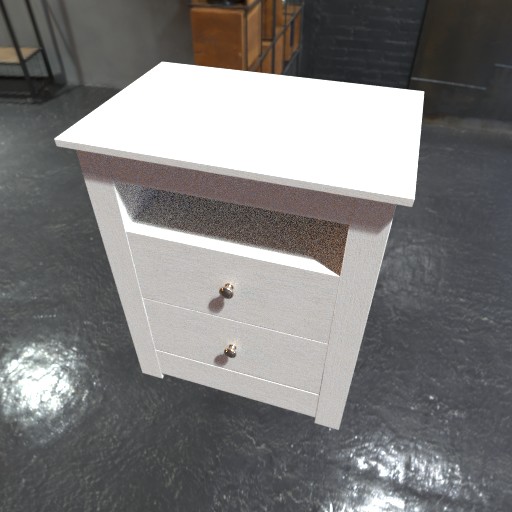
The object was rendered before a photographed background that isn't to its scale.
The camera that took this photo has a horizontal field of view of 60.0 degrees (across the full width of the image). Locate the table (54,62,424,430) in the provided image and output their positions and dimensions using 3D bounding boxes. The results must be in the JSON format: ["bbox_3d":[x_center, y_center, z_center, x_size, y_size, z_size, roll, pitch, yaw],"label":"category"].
[{"bbox_3d":[0.000,0.000,1.062,0.589,0.711,0.406,12,43,13],"label":"table"}]
